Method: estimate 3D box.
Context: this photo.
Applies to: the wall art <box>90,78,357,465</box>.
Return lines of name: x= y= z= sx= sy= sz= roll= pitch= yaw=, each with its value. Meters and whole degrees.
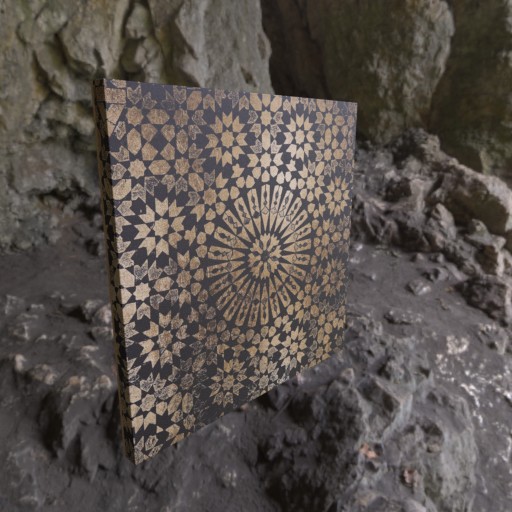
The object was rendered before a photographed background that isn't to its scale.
wall art: x=0.000 y=0.000 z=0.889 sx=0.612 sy=0.612 sz=0.038 roll=-14 pitch=21 yaw=-43
